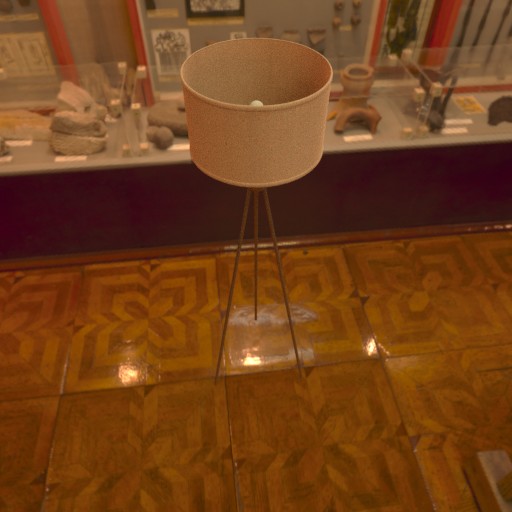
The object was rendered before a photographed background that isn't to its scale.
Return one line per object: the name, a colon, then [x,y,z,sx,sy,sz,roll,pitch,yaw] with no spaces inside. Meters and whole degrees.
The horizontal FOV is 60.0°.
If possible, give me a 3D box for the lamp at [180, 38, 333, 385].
lamp: [0.000,0.000,1.776,0.449,1.545,0.460,-4,47,-3]
